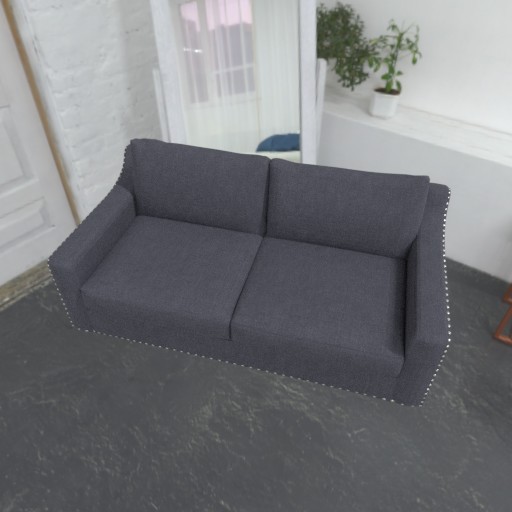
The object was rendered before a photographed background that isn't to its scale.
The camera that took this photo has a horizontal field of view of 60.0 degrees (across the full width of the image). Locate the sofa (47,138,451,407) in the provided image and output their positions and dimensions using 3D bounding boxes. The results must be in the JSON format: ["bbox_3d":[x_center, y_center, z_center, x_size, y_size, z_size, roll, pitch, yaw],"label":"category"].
[{"bbox_3d":[0.000,0.000,3.226,2.550,1.196,1.336,10,42,11],"label":"sofa"}]
